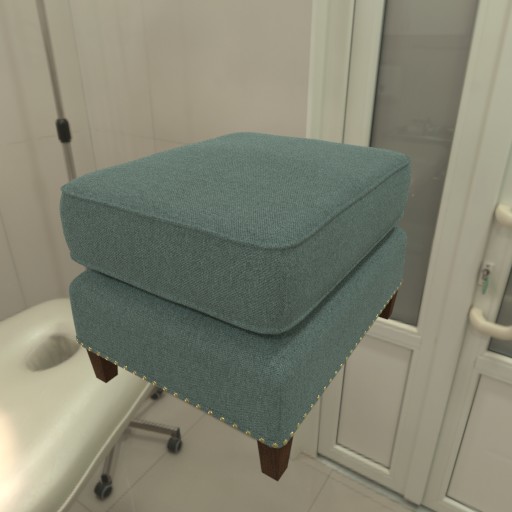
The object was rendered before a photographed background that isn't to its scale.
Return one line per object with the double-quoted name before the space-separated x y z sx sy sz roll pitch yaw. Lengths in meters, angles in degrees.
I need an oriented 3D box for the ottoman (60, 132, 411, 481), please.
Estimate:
"ottoman" 0.000 0.000 1.130 0.589 0.537 0.738 16 31 29
